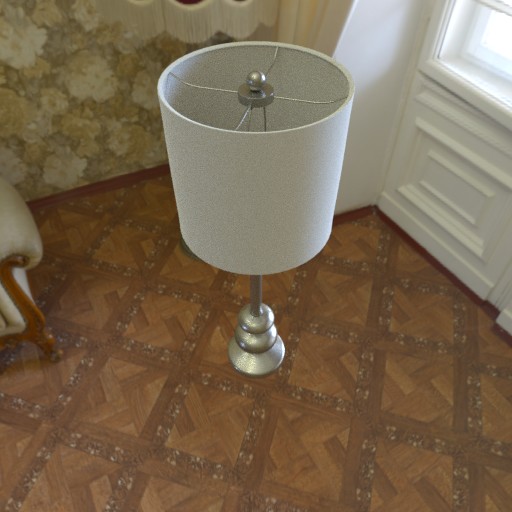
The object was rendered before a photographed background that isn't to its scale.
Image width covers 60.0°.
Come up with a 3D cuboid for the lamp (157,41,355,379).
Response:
[{"bbox_3d":[0.000,0.000,0.817,0.254,0.690,0.254,11,48,10],"label":"lamp"}]
